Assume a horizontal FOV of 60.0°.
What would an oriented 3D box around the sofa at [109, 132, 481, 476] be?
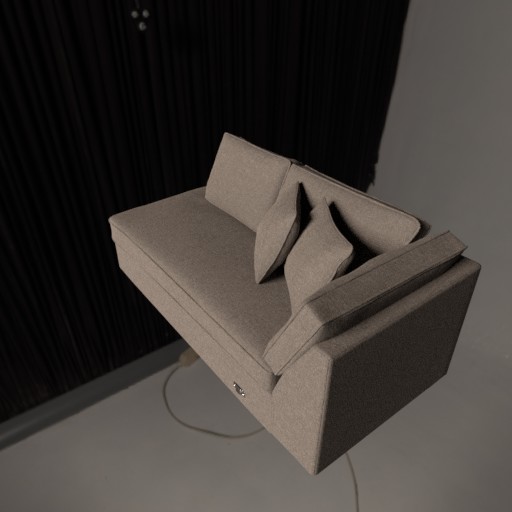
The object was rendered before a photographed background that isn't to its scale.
[{"bbox_3d":[0.000,0.000,2.787,1.110,1.033,2.237,-22,39,-31],"label":"sofa"}]
